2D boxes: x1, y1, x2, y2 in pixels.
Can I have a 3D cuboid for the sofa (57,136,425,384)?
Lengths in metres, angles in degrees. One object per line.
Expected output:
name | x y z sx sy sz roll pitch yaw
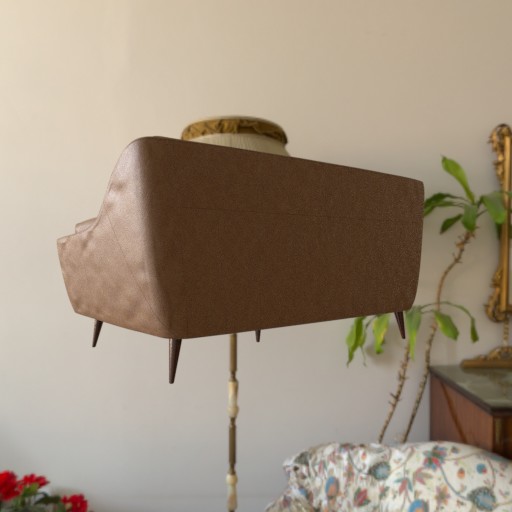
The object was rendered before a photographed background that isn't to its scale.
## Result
sofa | 0.000 0.000 2.291 1.731 0.886 0.981 0 1 -37
